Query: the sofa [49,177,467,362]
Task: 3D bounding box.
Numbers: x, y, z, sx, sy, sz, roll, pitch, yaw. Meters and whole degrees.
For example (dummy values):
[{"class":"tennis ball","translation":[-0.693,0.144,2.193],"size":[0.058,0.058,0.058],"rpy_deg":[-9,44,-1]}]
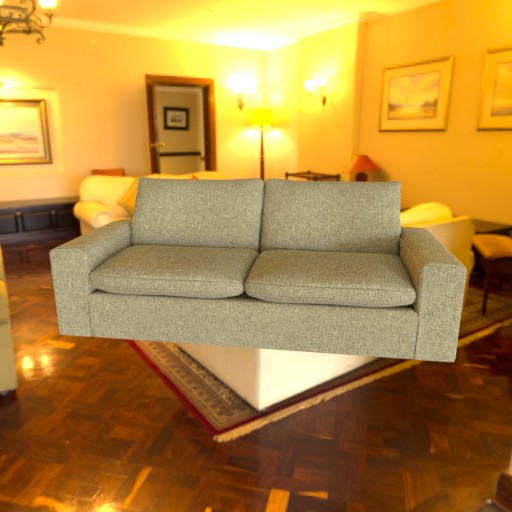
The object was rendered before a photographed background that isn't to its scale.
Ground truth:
[{"class":"sofa","translation":[0.000,0.000,2.858],"size":[2.299,0.922,1.040],"rpy_deg":[2,15,8]}]
